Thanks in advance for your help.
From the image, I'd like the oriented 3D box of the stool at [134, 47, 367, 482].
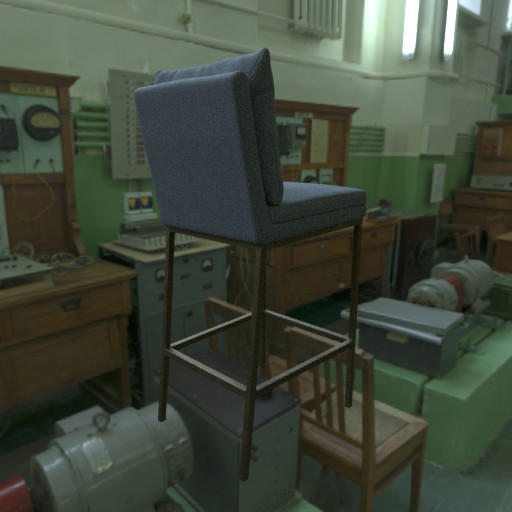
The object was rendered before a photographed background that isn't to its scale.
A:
[{"bbox_3d":[0.000,0.000,1.424,0.463,1.130,0.569,13,19,42],"label":"stool"}]
